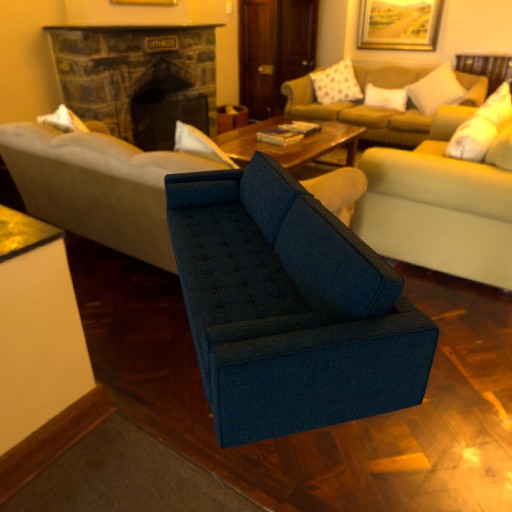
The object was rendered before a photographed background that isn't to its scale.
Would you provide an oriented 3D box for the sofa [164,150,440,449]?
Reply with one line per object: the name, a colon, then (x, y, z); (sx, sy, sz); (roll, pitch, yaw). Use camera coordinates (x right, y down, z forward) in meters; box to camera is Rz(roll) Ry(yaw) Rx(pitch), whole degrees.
sofa: (0.000, 0.000, 2.632); (0.914, 0.762, 2.210); (-7, 29, -13)
